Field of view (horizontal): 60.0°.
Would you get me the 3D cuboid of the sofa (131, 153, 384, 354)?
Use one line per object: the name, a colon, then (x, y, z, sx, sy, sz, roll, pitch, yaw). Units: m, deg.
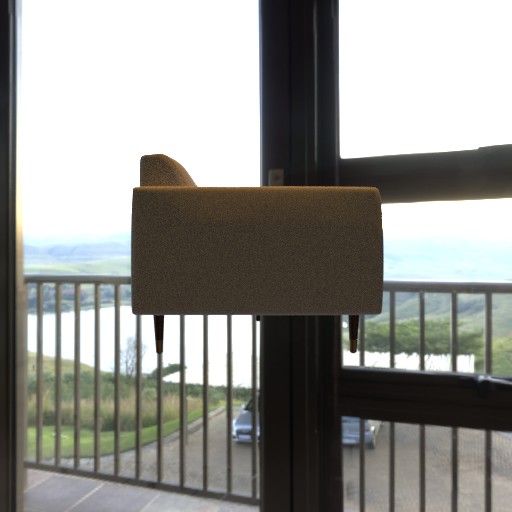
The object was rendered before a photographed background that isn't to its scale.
sofa: (0.000, 0.000, 2.787, 0.990, 0.821, 2.291, 0, -1, -1)
